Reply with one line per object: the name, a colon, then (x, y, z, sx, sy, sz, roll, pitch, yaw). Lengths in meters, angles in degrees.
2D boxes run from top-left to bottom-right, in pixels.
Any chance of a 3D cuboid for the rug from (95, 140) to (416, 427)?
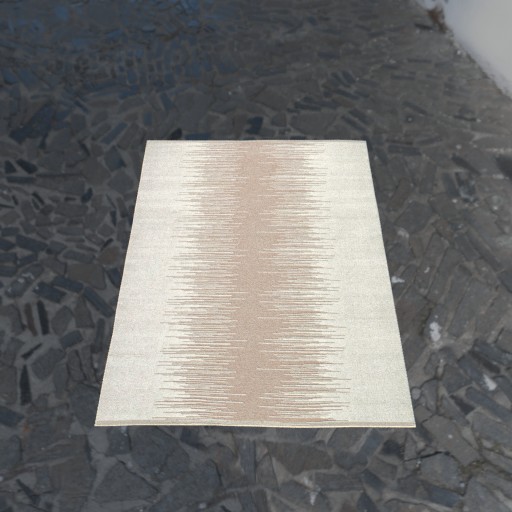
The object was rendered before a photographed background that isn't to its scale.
rug: (0.000, 0.000, 4.159, 2.438, 0.013, 3.048, 0, 58, 0)
